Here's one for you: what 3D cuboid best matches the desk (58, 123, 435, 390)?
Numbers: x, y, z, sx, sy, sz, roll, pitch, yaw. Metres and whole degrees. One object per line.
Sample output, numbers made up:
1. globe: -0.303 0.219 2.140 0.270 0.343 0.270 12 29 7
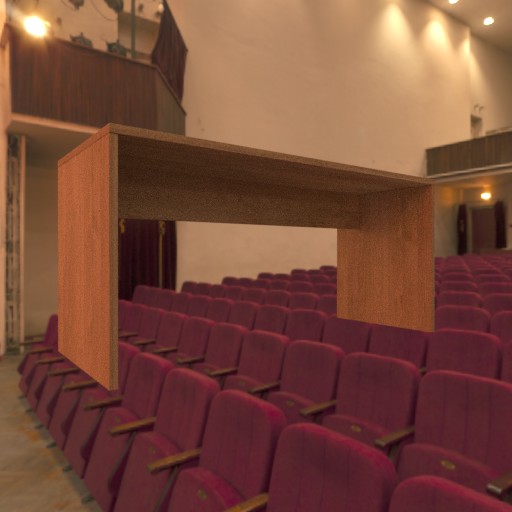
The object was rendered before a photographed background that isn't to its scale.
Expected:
1. desk: 0.000 0.000 2.037 1.600 0.752 0.802 0 0 -36
